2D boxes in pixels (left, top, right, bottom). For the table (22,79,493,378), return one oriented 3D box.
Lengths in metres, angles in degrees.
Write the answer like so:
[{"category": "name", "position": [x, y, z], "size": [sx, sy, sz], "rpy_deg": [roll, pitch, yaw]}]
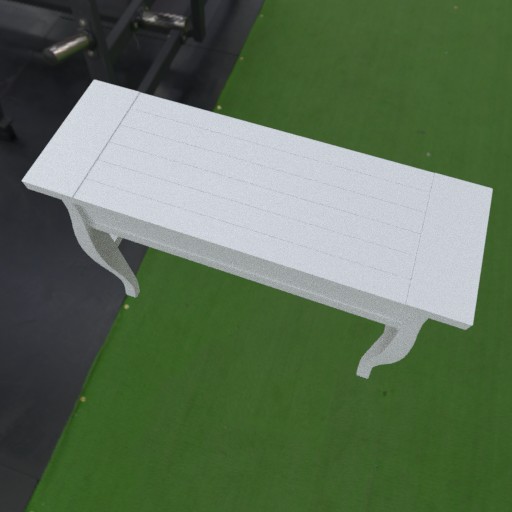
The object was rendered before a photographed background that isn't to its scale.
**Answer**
[{"category": "table", "position": [0.000, 0.000, 1.398], "size": [1.062, 0.768, 0.373], "rpy_deg": [18, 65, 9]}]
